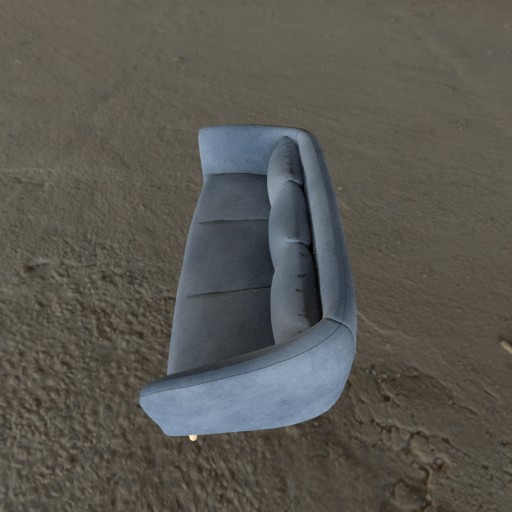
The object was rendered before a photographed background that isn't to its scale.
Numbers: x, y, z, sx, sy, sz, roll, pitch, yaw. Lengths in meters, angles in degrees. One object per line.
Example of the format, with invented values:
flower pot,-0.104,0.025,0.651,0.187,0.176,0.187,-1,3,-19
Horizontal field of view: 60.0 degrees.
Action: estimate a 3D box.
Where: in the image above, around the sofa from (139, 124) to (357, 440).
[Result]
sofa,0.000,0.000,2.495,0.849,0.795,2.095,0,41,0
